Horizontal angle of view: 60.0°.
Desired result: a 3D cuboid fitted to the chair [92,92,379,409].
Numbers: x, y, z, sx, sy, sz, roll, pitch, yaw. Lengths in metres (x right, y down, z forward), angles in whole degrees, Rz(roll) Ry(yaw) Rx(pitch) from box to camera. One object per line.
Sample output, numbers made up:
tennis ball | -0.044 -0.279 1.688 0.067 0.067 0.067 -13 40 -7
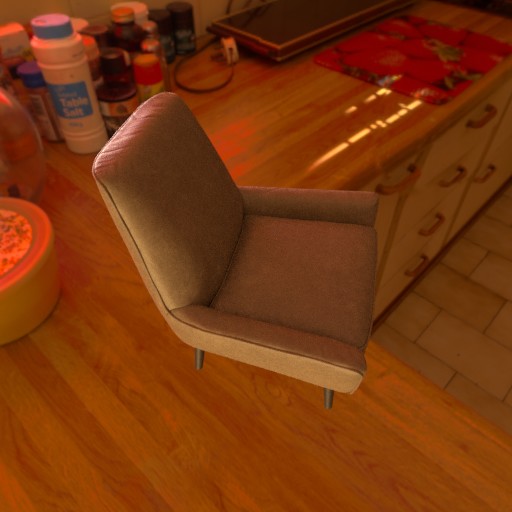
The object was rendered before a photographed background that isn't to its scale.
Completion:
chair | 0.000 0.000 1.519 0.824 0.888 0.787 10 47 9
